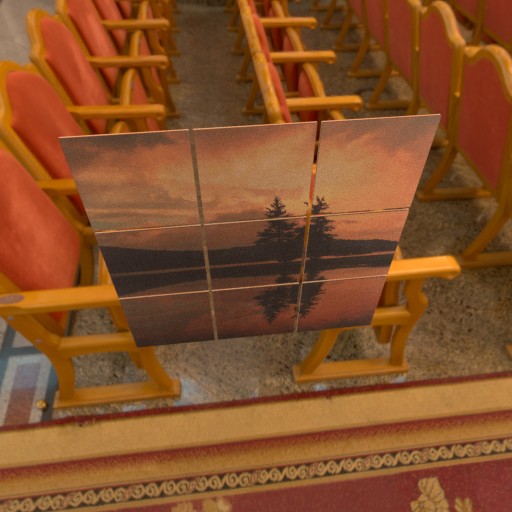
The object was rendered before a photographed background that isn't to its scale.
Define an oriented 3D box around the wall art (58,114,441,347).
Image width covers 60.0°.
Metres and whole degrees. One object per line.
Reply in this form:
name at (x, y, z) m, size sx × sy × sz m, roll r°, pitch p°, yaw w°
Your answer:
wall art at (0.000, 0.000, 2.315) m, size 1.520 × 1.525 × 0.013 m, roll -5°, pitch 48°, yaw -4°
